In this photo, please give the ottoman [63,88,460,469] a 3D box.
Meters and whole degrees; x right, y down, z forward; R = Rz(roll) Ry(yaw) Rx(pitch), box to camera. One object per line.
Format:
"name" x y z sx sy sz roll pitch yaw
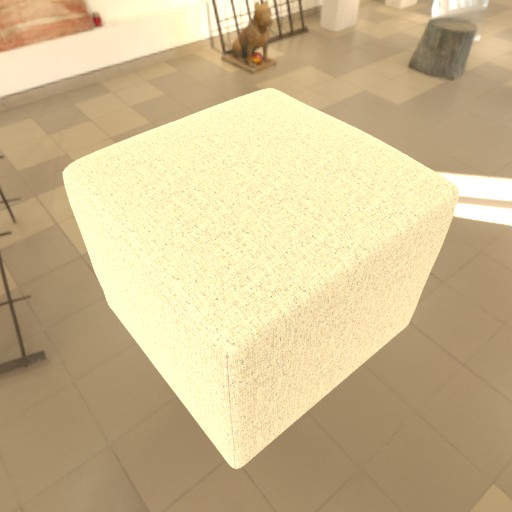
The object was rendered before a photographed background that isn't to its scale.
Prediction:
"ottoman" 0.000 0.000 0.906 0.521 0.453 0.512 -31 53 -27
